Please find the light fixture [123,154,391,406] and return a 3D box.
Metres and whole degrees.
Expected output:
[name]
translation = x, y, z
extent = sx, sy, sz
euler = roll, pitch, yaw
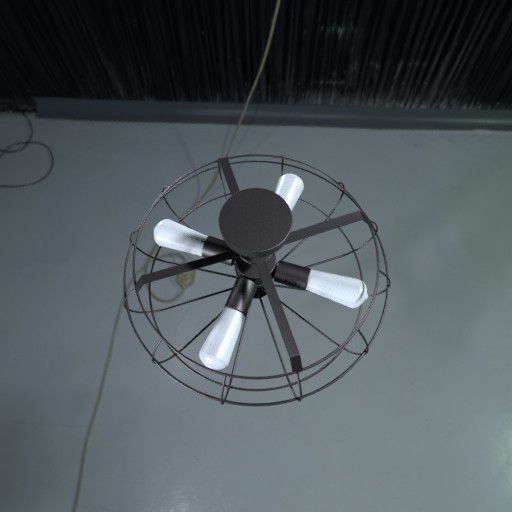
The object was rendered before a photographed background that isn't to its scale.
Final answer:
[light fixture]
translation = 0.000, 0.000, 0.925
extent = 0.582, 0.311, 0.582
euler = 0, 64, 0
